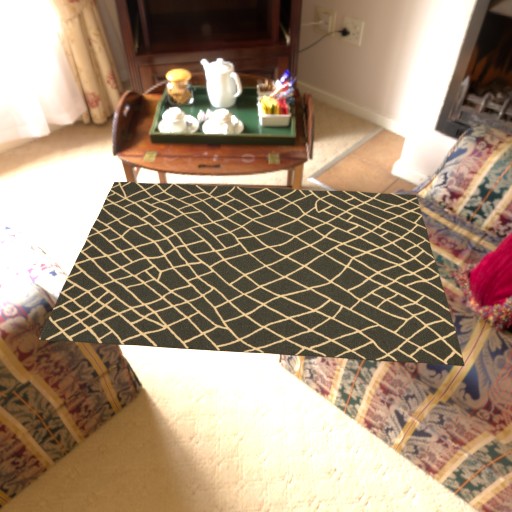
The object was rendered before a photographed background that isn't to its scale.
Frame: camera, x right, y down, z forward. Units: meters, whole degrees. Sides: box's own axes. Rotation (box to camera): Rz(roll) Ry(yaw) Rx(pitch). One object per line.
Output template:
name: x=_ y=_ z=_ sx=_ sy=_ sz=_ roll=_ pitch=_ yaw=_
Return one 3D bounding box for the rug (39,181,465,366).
rug: x=0.000 y=0.000 z=3.057 sx=2.448 sy=0.017 sz=1.529 roll=3 pitch=46 yaw=3
